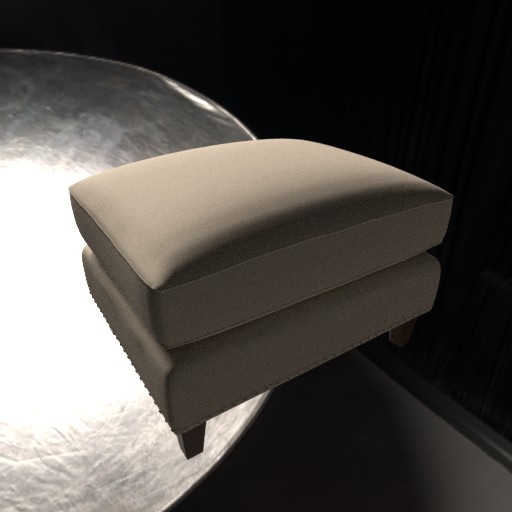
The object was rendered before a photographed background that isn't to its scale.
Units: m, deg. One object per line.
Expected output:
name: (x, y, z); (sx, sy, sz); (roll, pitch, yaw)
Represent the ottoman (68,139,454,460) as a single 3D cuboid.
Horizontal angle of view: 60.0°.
ottoman: (0.000, 0.000, 1.128); (0.741, 0.513, 0.584); (-17, 33, -29)
